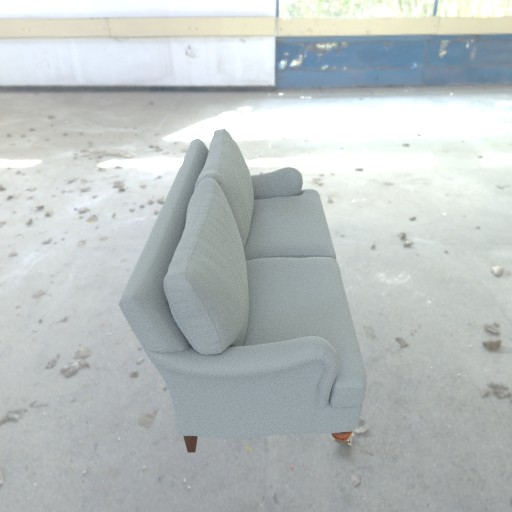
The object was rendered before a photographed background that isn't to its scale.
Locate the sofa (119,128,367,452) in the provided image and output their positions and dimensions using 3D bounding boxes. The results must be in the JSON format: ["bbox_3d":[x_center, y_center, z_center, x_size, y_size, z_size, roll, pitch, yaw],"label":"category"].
[{"bbox_3d":[0.000,0.000,2.860,1.069,1.096,2.193,0,32,1],"label":"sofa"}]
